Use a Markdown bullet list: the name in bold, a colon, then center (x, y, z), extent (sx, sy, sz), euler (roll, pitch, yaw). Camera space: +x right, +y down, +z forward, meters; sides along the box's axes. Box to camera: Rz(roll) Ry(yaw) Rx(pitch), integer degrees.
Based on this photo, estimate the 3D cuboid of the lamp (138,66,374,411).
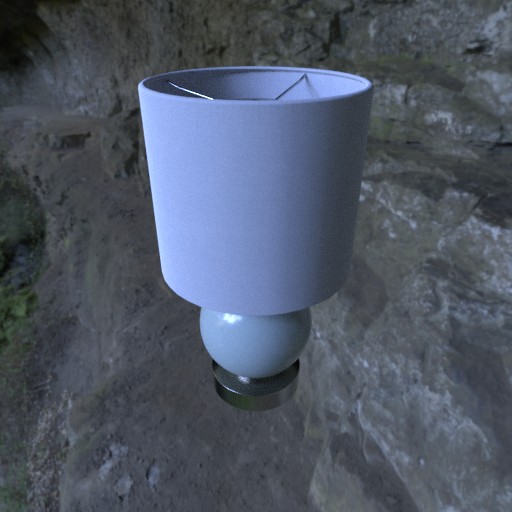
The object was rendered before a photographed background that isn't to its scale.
- **lamp**: center (0.000, 0.000, 0.473), extent (0.201, 0.353, 0.201), euler (1, 30, 1)
